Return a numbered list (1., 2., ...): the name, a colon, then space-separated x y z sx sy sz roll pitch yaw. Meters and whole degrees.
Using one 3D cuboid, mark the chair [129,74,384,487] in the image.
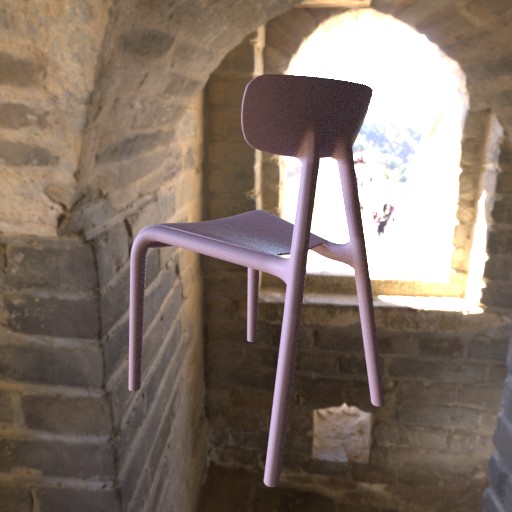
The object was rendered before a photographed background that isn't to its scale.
1. chair: 0.000 0.000 0.823 0.356 0.580 0.401 -13 20 -42
